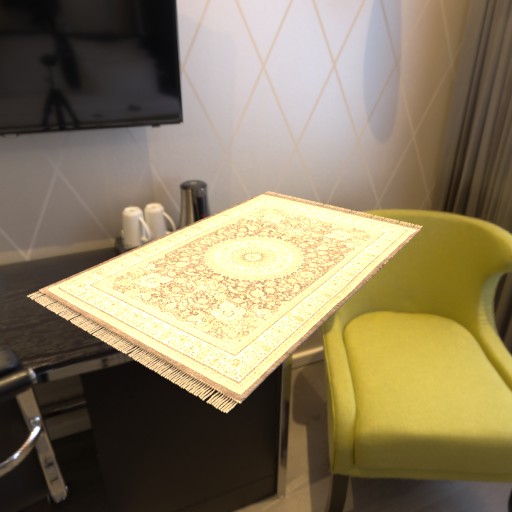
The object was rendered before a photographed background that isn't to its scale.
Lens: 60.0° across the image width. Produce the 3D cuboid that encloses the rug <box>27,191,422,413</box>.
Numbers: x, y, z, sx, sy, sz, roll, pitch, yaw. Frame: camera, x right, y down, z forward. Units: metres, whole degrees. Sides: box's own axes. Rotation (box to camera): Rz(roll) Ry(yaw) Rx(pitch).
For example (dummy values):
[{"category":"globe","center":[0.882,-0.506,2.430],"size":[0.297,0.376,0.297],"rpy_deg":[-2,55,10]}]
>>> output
[{"category":"rug","center":[0.000,0.000,4.277],"size":[2.143,0.015,3.422],"rpy_deg":[18,31,32]}]
